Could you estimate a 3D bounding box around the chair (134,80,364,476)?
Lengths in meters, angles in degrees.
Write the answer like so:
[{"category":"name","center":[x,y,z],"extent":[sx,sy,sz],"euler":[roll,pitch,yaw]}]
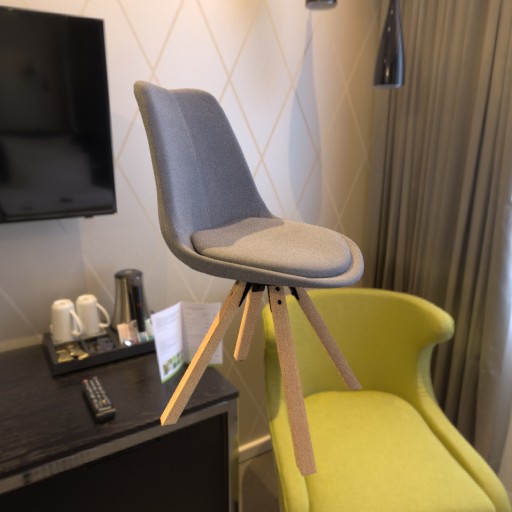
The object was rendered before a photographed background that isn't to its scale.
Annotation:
[{"category":"chair","center":[0.000,0.000,1.160],"extent":[0.549,0.863,0.474],"euler":[8,17,27]}]
